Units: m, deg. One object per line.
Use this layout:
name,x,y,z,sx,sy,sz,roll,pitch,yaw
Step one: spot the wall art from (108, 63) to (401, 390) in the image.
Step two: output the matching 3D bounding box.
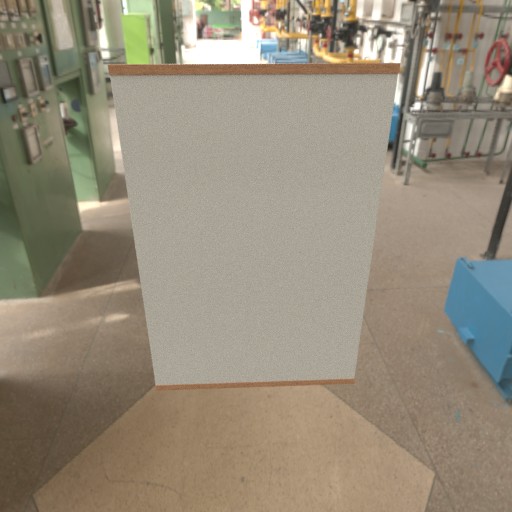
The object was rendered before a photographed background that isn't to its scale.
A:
wall art,0.000,0.000,1.907,1.019,1.527,0.019,-1,29,-2
